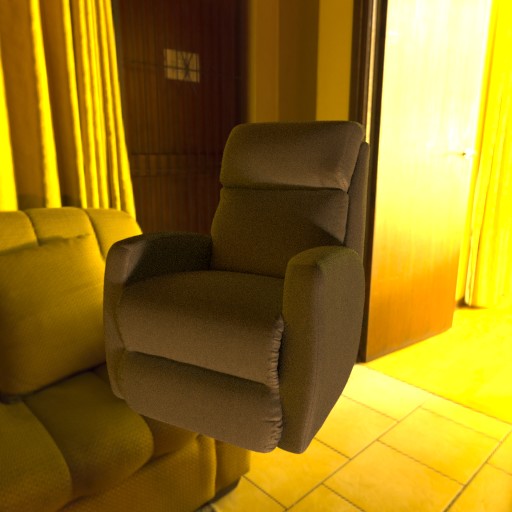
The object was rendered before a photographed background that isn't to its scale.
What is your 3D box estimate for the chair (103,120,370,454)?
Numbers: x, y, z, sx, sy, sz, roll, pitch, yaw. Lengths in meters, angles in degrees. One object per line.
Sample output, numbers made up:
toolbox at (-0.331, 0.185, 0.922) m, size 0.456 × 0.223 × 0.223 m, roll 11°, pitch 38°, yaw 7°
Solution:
chair at (0.000, 0.000, 1.679) m, size 0.794 × 1.016 × 0.940 m, roll 7°, pitch 15°, yaw 26°
